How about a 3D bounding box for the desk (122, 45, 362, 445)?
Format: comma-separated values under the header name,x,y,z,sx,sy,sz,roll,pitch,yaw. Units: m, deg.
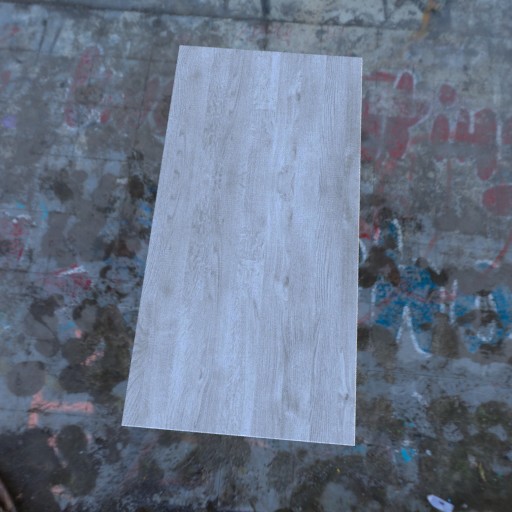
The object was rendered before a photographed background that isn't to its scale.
name,x,y,z,sx,sy,sz,roll,pitch,yaw
desk,0.000,0.000,1.559,0.560,0.730,1.100,4,74,1
